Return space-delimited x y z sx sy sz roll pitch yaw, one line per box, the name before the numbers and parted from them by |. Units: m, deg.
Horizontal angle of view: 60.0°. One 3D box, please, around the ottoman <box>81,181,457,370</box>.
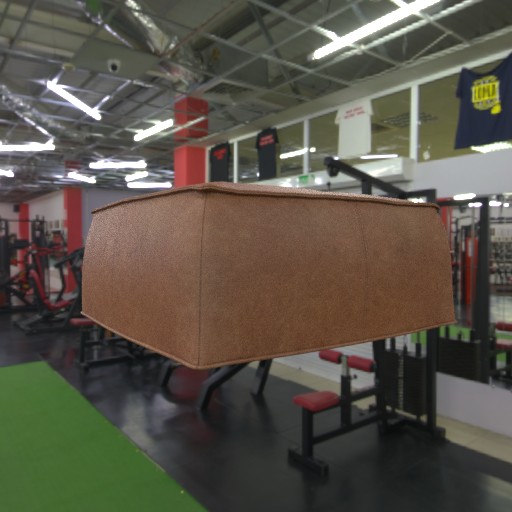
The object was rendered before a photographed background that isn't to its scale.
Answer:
ottoman | 0.000 0.000 1.398 0.902 0.395 0.901 -1 2 -35
